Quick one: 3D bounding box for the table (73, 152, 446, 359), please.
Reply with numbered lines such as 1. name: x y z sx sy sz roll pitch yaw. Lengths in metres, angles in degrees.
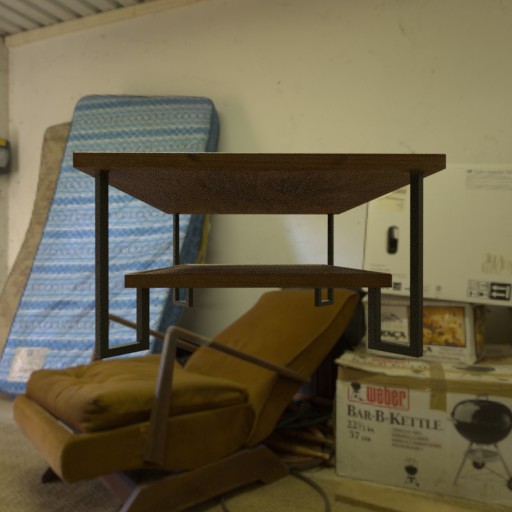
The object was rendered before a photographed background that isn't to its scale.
1. table: 0.000 0.000 1.655 0.877 0.492 1.238 0 0 -1
